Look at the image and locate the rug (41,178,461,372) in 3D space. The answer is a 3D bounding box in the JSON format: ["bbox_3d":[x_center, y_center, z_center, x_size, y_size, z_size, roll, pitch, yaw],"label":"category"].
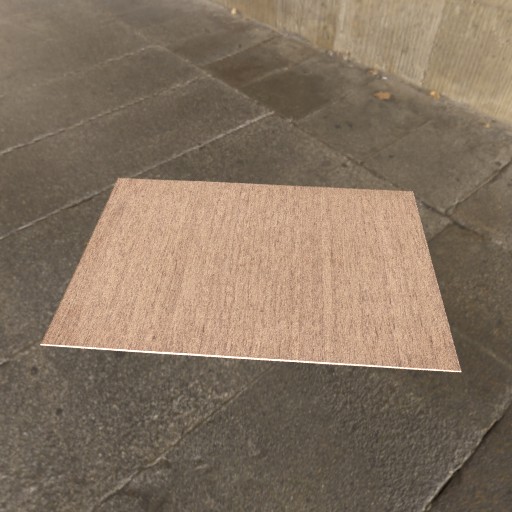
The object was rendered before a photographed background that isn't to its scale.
[{"bbox_3d":[0.000,0.000,2.352,1.840,0.013,1.225,3,47,3],"label":"rug"}]
